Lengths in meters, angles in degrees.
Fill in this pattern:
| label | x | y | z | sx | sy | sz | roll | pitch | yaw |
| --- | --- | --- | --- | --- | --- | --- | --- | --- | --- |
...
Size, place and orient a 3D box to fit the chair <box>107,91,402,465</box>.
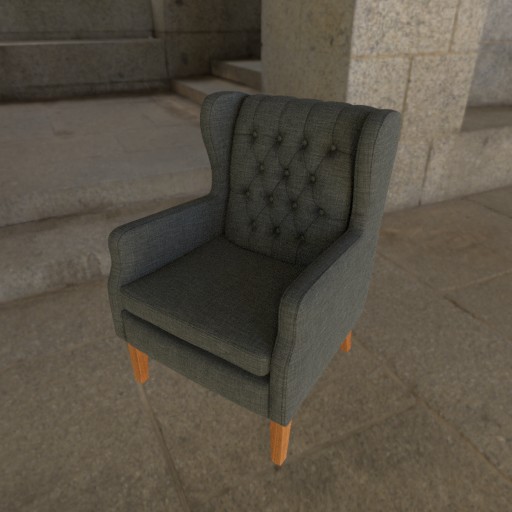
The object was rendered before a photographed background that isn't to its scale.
| label | x | y | z | sx | sy | sz | roll | pitch | yaw |
| --- | --- | --- | --- | --- | --- | --- | --- | --- | --- |
| chair | 0.000 | 0.000 | 1.509 | 0.711 | 0.953 | 0.775 | 18 | 34 | 29 |
